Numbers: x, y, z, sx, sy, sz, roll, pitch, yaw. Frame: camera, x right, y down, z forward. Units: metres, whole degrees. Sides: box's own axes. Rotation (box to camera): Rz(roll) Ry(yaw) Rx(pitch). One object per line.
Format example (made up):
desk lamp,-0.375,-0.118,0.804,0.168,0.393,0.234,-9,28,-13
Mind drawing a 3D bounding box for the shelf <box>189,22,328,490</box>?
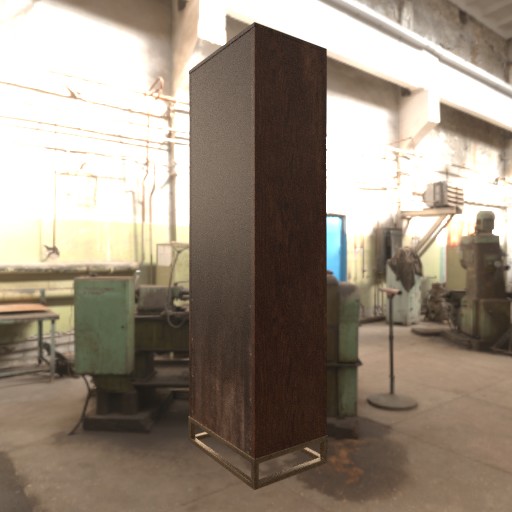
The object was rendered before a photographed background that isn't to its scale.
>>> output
shelf,0.000,0.000,1.970,0.395,1.732,0.539,0,0,-35
